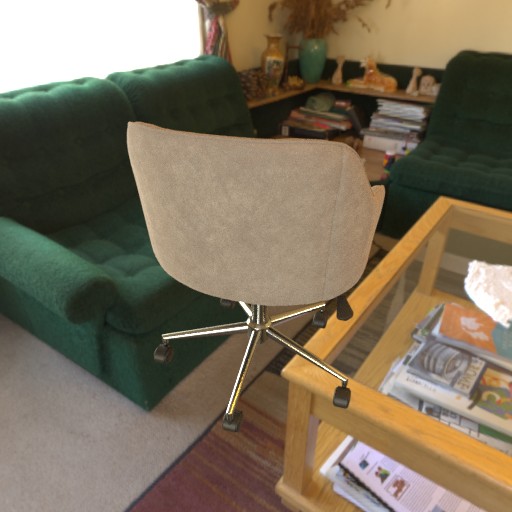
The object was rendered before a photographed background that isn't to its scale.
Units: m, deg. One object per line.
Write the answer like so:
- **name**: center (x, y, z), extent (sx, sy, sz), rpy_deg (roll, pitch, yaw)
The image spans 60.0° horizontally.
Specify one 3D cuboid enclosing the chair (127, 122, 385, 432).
- **chair**: center (0.000, 0.000, 1.246), extent (0.635, 0.831, 0.573), rpy_deg (10, 33, 16)
